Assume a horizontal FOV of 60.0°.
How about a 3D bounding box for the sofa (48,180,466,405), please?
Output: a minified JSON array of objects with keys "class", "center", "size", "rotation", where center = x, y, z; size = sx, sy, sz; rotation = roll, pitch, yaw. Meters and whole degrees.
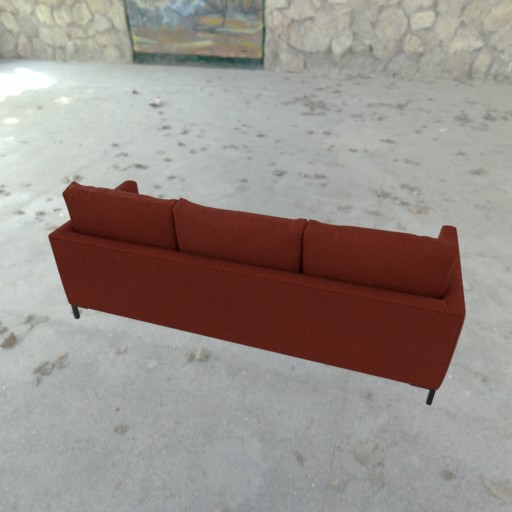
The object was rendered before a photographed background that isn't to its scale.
[{"class":"sofa","center":[0.000,0.000,2.672],"size":[2.252,0.879,0.875],"rotation":[10,34,15]}]
